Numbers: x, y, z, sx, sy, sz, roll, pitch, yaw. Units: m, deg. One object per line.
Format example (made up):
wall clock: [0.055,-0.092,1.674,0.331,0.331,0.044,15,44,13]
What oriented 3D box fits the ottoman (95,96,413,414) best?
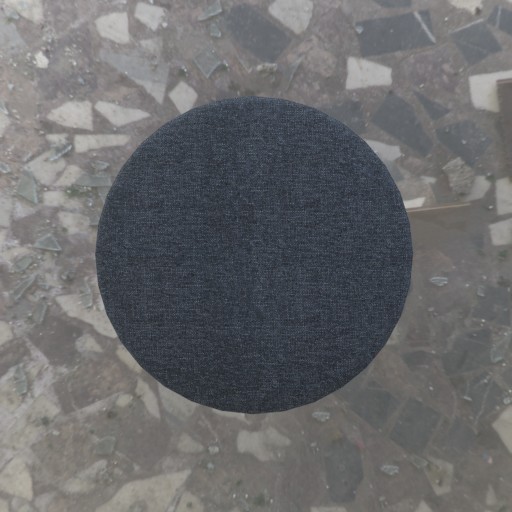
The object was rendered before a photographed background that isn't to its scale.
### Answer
ottoman: [0.000,0.000,0.875,0.500,0.419,0.500,0,89,2]
